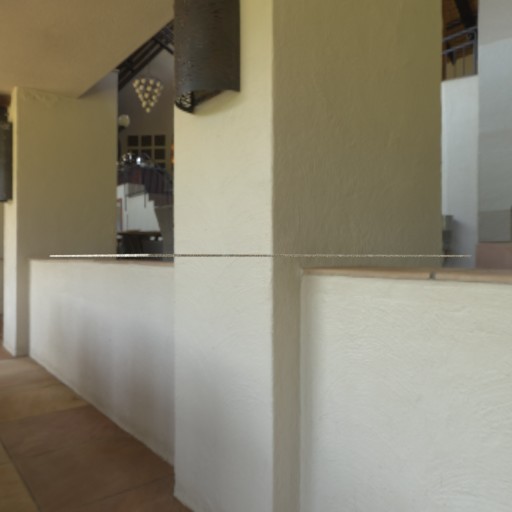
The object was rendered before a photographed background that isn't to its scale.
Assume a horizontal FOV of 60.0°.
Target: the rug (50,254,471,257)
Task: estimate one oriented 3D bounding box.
[{"bbox_3d":[0.000,0.000,3.871,2.894,0.013,2.286,0,0,-36],"label":"rug"}]
